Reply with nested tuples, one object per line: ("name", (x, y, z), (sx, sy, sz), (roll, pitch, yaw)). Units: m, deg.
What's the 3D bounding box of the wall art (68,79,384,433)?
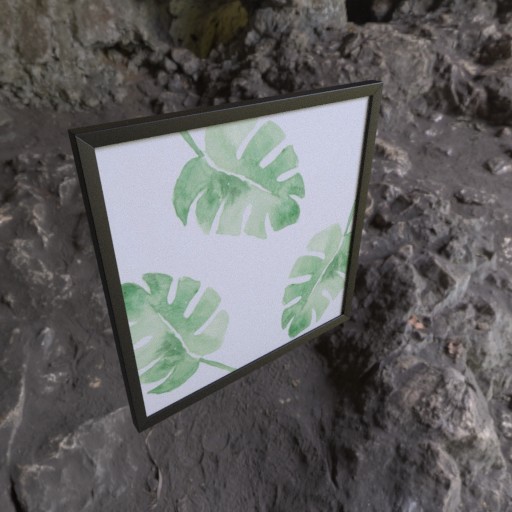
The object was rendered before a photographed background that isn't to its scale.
("wall art", (0.000, 0.000, 1.132), (0.765, 0.765, 0.038), (-21, 37, -30))
